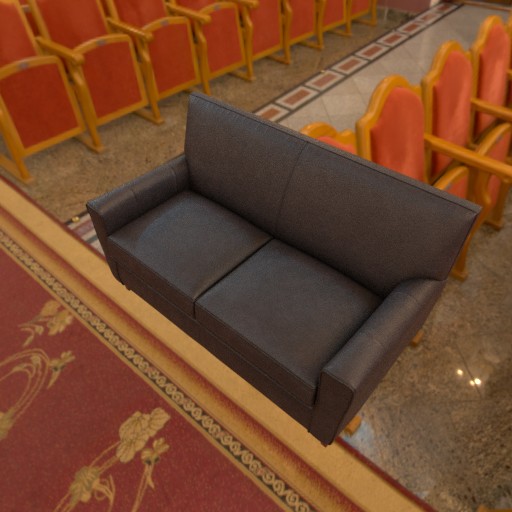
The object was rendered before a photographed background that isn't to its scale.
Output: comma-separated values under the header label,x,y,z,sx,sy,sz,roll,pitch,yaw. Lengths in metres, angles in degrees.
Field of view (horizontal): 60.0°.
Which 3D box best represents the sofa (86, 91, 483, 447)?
label,x,y,z,sx,sy,sz,roll,pitch,yaw
sofa,0.000,0.000,2.010,1.473,0.871,0.787,31,52,28
